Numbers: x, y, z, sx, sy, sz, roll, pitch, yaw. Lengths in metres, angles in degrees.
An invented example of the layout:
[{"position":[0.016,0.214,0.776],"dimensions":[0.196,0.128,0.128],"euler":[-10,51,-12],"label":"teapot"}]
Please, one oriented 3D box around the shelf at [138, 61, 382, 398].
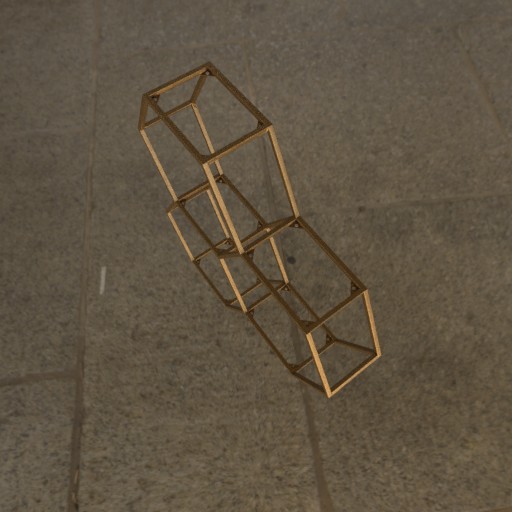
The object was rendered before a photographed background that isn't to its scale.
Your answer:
[{"position":[0.000,0.000,1.064],"dimensions":[0.150,0.701,0.708],"euler":[-34,68,-16],"label":"shelf"}]
